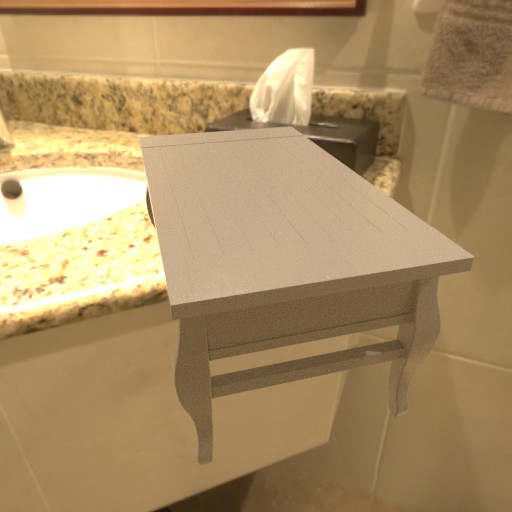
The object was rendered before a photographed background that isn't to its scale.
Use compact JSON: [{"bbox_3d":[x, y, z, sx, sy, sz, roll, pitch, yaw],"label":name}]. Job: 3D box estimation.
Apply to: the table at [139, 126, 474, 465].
[{"bbox_3d":[0.000,0.000,1.356,0.600,0.495,1.062,-8,31,-13],"label":"table"}]
